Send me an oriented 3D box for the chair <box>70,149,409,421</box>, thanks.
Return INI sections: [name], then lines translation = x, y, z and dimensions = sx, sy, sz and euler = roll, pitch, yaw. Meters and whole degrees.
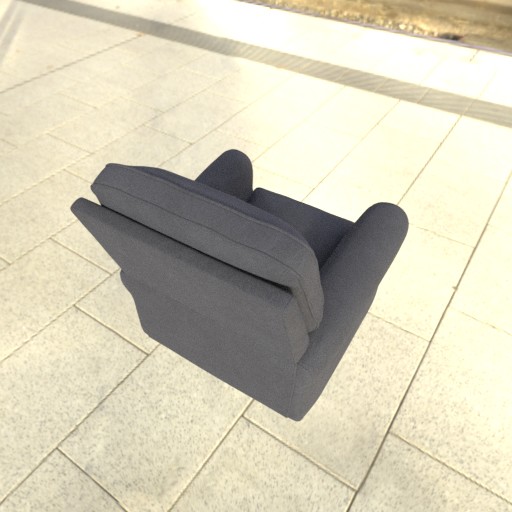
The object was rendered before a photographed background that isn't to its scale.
[chair]
translation = 0.000, 0.000, 1.656
dimensions = 0.890, 0.961, 0.878
euler = 24, 50, 22
